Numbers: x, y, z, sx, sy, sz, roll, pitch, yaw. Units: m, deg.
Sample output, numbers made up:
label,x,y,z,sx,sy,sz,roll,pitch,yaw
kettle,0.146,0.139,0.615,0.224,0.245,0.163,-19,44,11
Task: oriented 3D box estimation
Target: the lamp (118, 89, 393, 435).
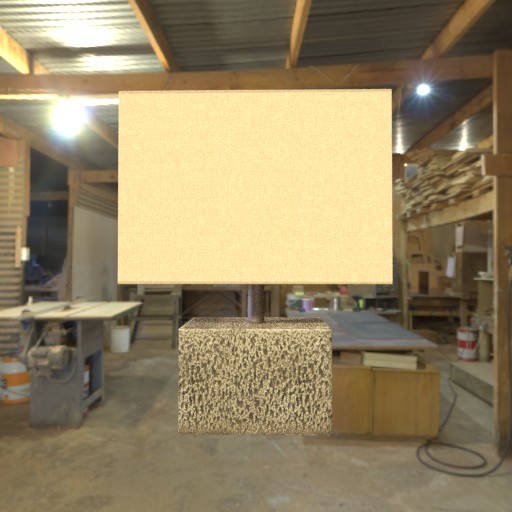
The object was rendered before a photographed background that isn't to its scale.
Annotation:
label,x,y,z,sx,sy,sz,roll,pitch,yaw
lamp,0.000,0.000,0.564,0.294,0.411,0.180,0,-1,1
